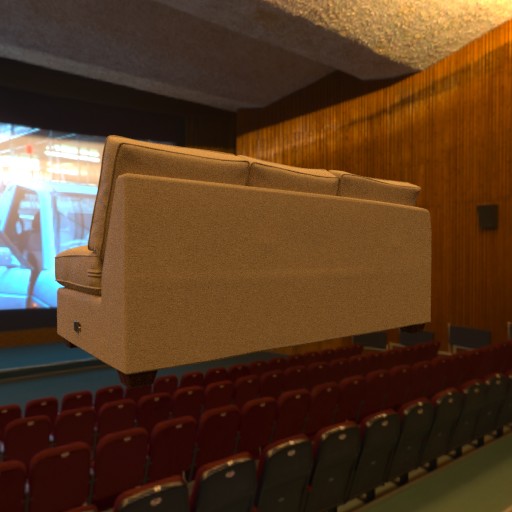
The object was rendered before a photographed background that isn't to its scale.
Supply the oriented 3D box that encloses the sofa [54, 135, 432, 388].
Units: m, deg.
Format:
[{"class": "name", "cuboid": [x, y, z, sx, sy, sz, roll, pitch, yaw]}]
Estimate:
[{"class": "sofa", "cuboid": [0.000, 0.000, 2.536, 1.962, 0.946, 1.034, 0, 1, -37]}]
